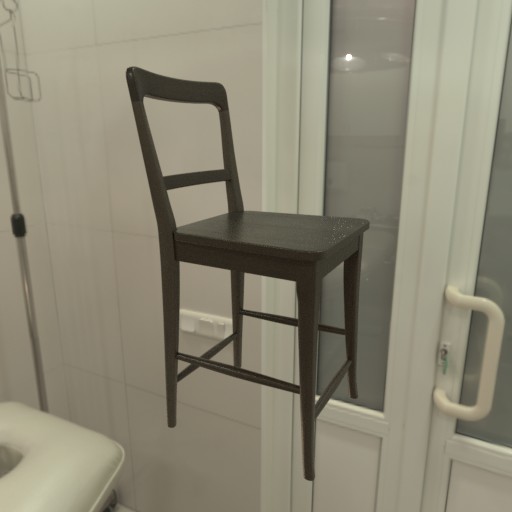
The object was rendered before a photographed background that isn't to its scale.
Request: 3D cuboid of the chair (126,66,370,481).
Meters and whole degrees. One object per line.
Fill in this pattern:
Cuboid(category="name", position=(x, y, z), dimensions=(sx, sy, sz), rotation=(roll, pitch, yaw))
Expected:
Cuboid(category="chair", position=(0.000, 0.000, 1.267), dimensions=(0.546, 0.991, 0.450), rotation=(8, 17, 27))
